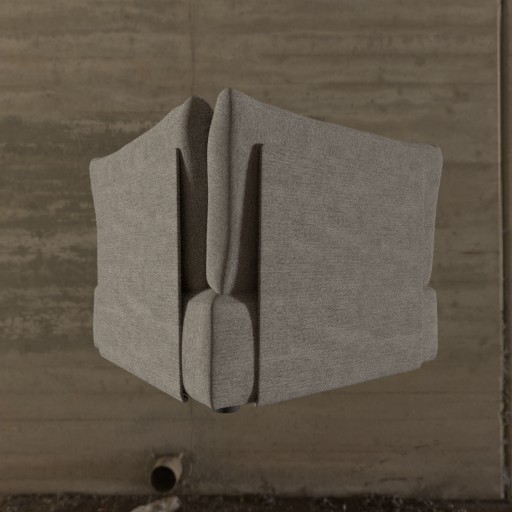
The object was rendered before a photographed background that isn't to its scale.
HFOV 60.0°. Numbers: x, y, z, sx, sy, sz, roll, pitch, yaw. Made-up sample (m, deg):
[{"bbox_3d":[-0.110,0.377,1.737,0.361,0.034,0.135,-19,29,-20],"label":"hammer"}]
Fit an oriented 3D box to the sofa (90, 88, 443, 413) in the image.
[{"bbox_3d":[0.000,0.000,1.715,1.000,0.820,1.000,1,-1,-36],"label":"sofa"}]
